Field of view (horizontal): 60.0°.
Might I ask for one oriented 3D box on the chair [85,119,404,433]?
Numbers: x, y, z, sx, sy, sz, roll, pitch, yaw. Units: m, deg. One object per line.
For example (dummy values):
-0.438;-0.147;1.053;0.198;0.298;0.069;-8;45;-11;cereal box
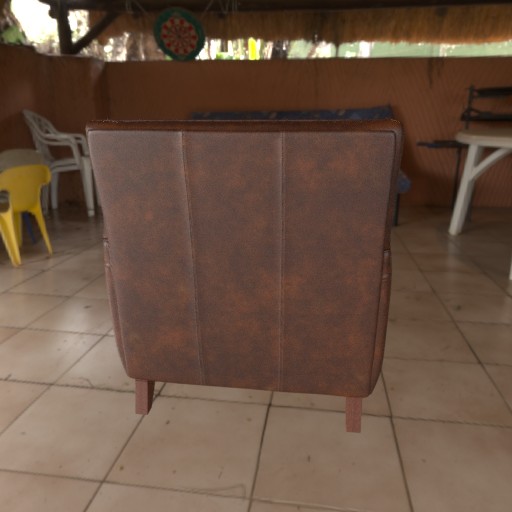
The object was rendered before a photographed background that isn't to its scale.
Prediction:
0.000;0.000;1.605;0.870;0.943;0.823;2;17;7;chair
